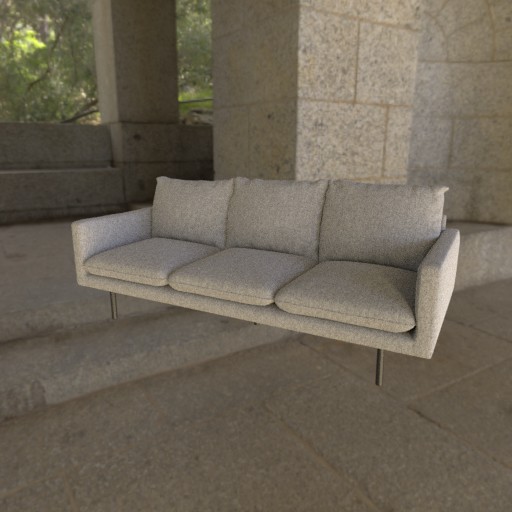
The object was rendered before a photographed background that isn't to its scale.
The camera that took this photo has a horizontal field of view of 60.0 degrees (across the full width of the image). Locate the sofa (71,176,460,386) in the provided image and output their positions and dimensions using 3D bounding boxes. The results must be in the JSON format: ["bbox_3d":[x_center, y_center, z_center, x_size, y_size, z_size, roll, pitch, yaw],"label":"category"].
[{"bbox_3d":[0.000,0.000,2.472,2.000,0.830,0.850,8,16,27],"label":"sofa"}]
